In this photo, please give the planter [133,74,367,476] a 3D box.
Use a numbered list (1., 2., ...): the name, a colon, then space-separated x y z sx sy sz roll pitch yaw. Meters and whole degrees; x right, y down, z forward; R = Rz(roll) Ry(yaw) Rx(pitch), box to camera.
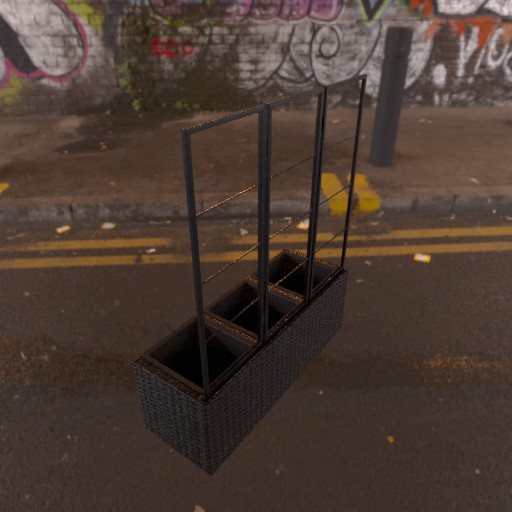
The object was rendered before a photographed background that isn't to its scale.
1. planter: 0.000 0.000 1.174 0.244 0.841 0.698 21 36 31
